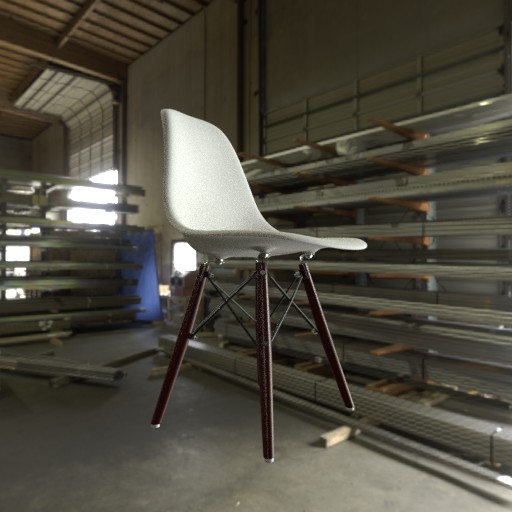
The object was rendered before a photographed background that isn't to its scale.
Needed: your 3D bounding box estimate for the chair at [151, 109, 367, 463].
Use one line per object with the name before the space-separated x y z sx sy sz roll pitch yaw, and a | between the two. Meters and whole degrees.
chair | 0.000 0.000 1.148 0.533 0.826 0.470 0 0 37
